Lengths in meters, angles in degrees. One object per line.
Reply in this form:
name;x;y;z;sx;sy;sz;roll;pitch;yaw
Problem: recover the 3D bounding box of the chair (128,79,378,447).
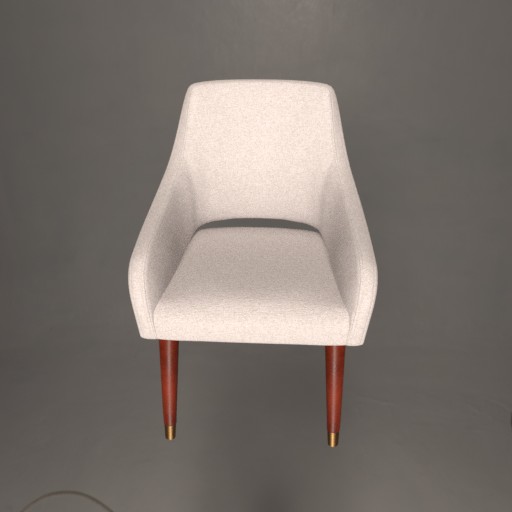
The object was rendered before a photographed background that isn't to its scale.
chair;0.000;0.000;1.301;0.609;0.889;0.600;1;30;2
